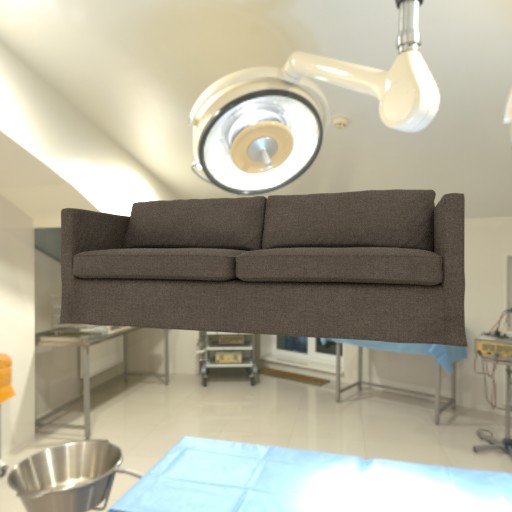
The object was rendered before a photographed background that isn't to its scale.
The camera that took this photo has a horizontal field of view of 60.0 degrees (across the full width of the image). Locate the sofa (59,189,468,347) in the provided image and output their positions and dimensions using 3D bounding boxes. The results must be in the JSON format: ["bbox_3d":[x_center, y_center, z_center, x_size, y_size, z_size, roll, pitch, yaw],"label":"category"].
[{"bbox_3d":[0.000,0.000,3.323,2.779,0.998,1.036,0,0,18],"label":"sofa"}]
